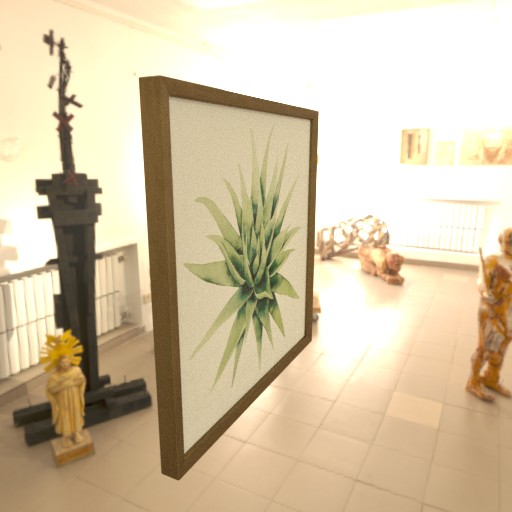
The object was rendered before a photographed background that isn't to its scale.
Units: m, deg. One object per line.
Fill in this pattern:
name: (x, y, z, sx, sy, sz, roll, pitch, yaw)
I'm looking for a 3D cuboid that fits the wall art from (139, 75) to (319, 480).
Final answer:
wall art: (0.000, 0.000, 0.755, 0.030, 0.506, 0.503, 7, 15, 27)
